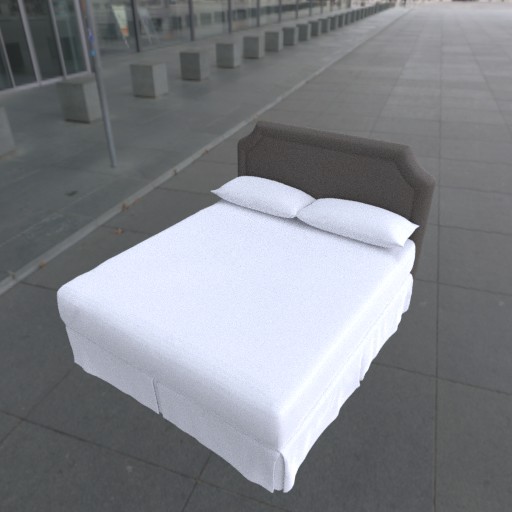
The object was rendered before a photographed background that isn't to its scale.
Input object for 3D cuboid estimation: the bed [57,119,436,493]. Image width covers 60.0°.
[{"bbox_3d":[0.000,0.000,3.744,2.194,1.561,2.536,20,36,29],"label":"bed"}]
